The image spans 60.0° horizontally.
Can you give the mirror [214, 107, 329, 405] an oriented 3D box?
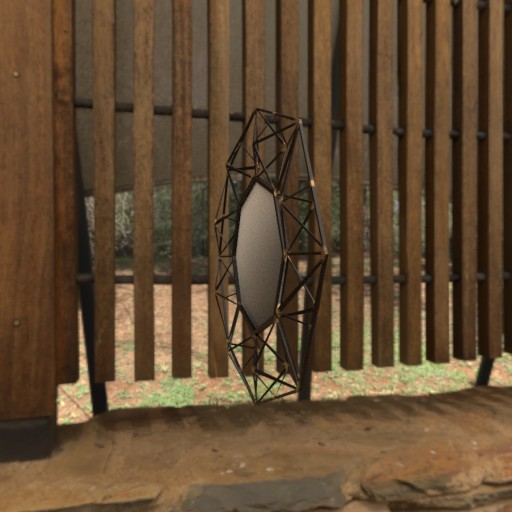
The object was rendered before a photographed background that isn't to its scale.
[{"bbox_3d":[0.000,0.000,1.056,0.094,0.710,0.710,0,-1,-19],"label":"mirror"}]
